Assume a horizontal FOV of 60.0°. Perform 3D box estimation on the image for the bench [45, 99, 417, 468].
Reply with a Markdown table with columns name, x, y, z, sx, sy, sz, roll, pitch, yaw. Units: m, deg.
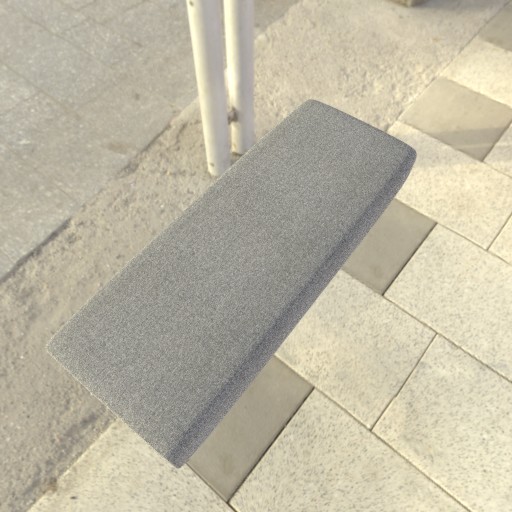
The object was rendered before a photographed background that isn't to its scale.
| name | x | y | z | sx | sy | sz | roll | pitch | yaw |
| --- | --- | --- | --- | --- | --- | --- | --- | --- | --- |
| bench | 0.000 | 0.000 | 1.852 | 0.631 | 0.384 | 1.598 | 33 | 64 | 19 |
